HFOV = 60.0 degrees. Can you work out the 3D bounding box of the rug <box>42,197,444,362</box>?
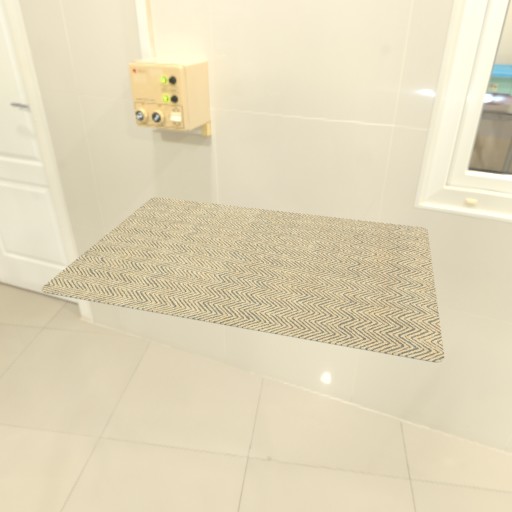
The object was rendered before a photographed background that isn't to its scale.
[{"bbox_3d":[0.000,0.000,2.301,1.752,0.008,1.144,8,31,13],"label":"rug"}]
